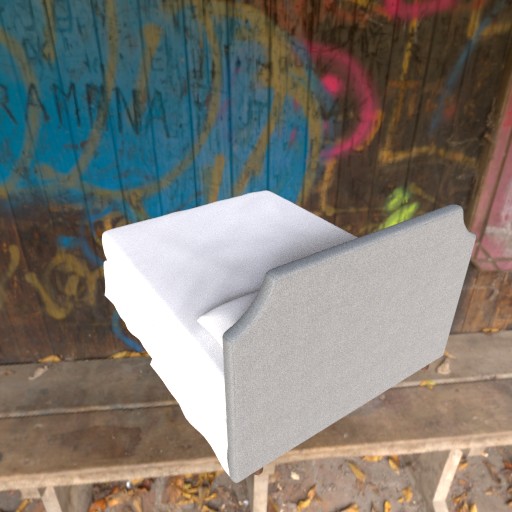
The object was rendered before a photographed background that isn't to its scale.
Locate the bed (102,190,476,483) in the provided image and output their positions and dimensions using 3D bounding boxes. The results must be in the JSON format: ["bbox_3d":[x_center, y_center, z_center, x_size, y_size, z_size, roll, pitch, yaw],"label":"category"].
[{"bbox_3d":[0.000,0.000,3.317,1.811,1.296,2.259,-19,35,-29],"label":"bed"}]
